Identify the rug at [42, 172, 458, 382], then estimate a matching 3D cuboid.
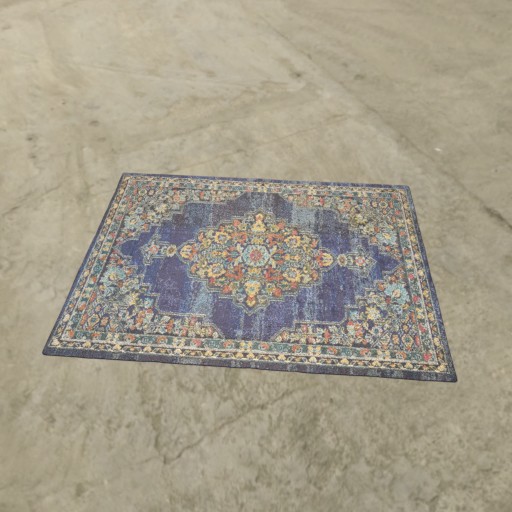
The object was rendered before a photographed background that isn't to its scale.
[{"bbox_3d":[0.000,0.000,2.901,2.232,0.009,1.630,3,48,3],"label":"rug"}]
